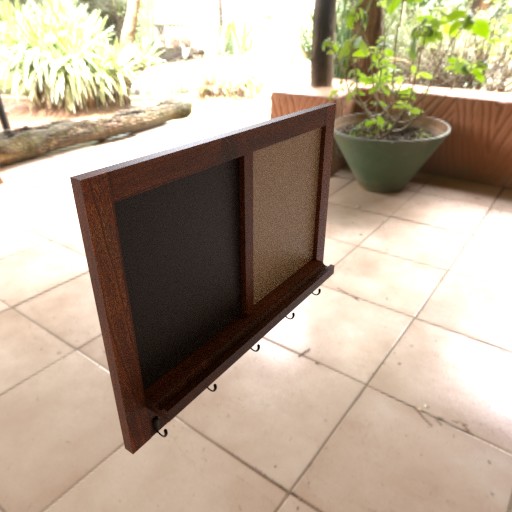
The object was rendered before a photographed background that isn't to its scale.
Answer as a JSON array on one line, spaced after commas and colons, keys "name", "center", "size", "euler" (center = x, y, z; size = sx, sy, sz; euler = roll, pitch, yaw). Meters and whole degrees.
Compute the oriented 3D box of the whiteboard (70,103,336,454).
[{"name": "whiteboard", "center": [0.000, 0.000, 0.996], "size": [0.083, 0.553, 0.768], "euler": [18, 33, 31]}]
